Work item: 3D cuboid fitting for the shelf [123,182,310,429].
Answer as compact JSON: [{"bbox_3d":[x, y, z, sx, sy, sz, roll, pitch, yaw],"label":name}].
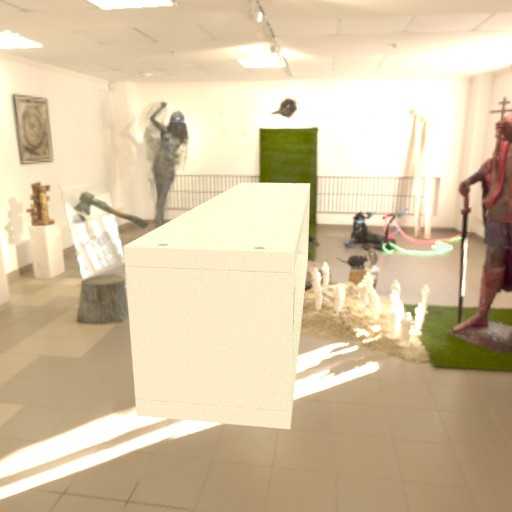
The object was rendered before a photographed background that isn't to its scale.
[{"bbox_3d":[0.000,0.000,0.692,0.150,0.170,0.610,2,15,8],"label":"shelf"}]
